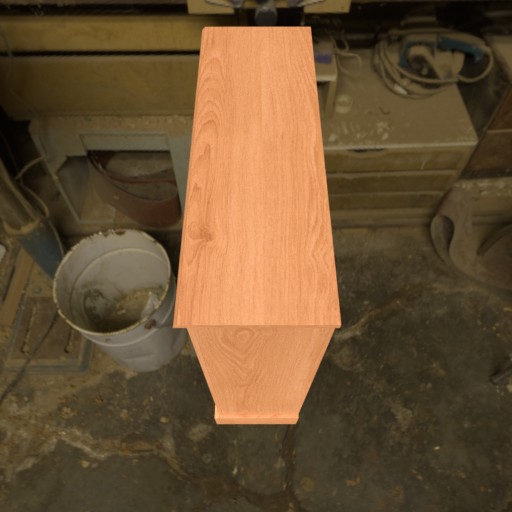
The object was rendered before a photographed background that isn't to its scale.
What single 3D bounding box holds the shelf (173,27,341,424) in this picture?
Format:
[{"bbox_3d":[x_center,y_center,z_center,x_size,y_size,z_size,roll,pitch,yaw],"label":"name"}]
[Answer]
[{"bbox_3d":[0.000,0.000,1.391,0.291,0.980,0.840,0,60,0],"label":"shelf"}]
